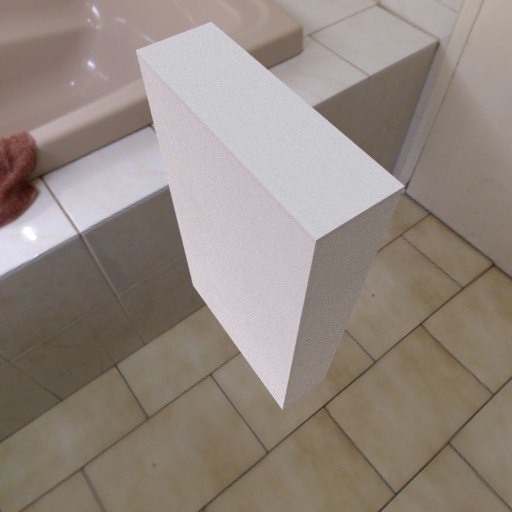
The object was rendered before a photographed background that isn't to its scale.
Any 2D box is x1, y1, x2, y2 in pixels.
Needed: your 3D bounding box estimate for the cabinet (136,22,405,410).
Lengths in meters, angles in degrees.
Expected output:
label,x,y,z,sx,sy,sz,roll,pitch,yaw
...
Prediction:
label,x,y,z,sx,sy,sz,roll,pitch,yaw
cabinet,0.000,0.000,1.582,0.250,1.280,0.750,-31,62,-18
